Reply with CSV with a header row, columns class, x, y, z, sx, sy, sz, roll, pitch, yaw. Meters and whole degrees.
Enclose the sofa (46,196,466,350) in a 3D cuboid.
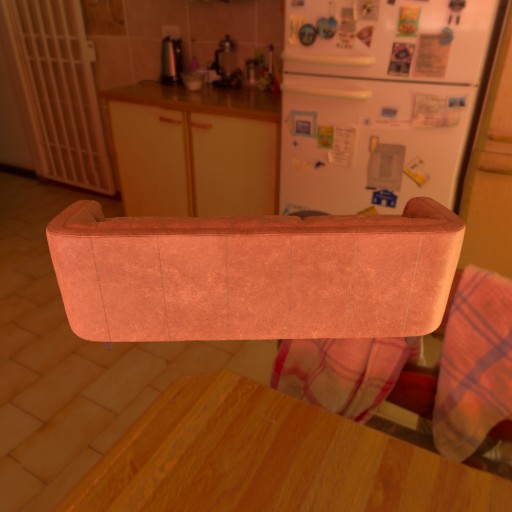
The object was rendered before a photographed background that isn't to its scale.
class,x,y,z,sx,sy,sz,roll,pitch,yaw
sofa,0.000,0.000,2.689,2.257,0.791,0.922,-1,30,-1
